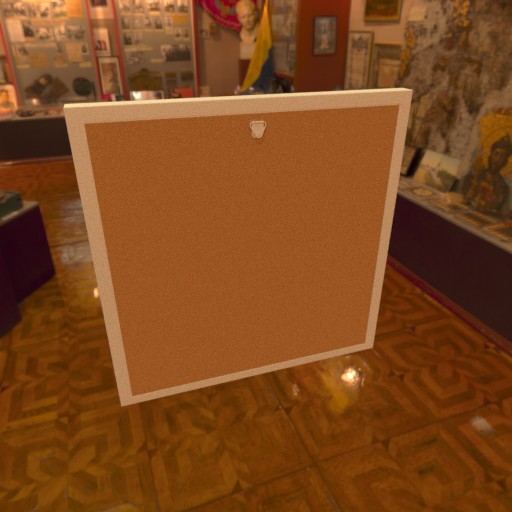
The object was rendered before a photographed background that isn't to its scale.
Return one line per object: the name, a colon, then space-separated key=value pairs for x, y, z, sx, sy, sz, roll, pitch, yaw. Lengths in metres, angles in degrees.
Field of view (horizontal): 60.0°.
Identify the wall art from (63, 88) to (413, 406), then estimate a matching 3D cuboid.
wall art: x=0.000 y=0.000 z=1.115 sx=0.761 sy=0.762 sz=0.050 roll=-9 pitch=29 yaw=-16
